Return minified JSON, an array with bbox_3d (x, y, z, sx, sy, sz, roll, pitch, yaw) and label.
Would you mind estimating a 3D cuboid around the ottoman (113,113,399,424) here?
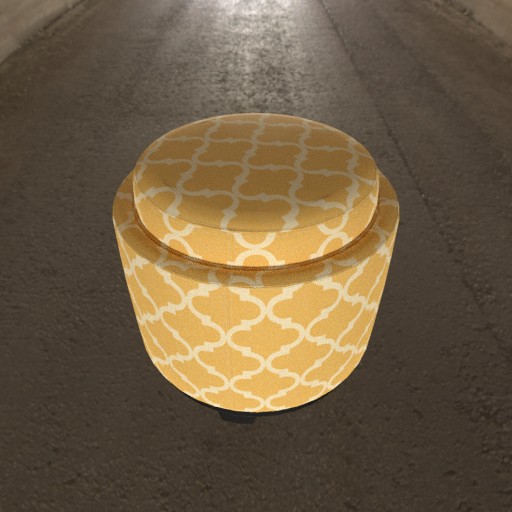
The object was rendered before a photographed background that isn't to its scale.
[{"bbox_3d":[0.000,0.000,0.841,0.480,0.429,0.480,0,40,0],"label":"ottoman"}]
